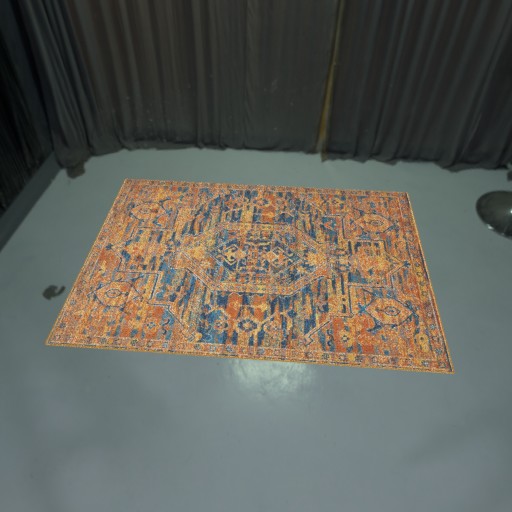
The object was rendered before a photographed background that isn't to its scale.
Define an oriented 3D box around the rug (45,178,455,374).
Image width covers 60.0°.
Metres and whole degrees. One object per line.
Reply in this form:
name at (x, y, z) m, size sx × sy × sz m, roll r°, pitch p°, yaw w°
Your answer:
rug at (0.000, 0.000, 3.849) m, size 2.916 × 0.019 × 2.043 m, roll 3°, pitch 46°, yaw 3°
